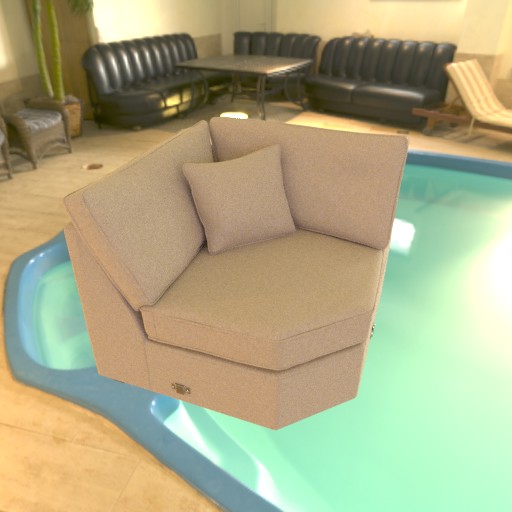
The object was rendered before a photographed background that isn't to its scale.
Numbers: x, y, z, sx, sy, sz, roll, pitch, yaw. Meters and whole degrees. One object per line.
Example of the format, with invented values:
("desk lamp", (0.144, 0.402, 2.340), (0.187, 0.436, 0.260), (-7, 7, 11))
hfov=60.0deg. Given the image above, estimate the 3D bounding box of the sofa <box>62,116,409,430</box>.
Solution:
("sofa", (0.000, 0.000, 1.865), (1.042, 0.937, 1.050), (11, 32, 18))
